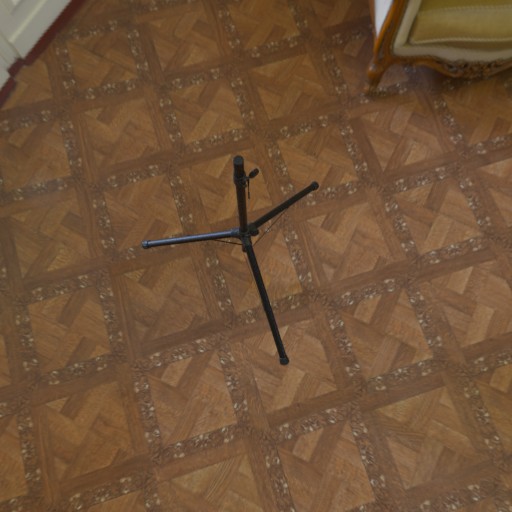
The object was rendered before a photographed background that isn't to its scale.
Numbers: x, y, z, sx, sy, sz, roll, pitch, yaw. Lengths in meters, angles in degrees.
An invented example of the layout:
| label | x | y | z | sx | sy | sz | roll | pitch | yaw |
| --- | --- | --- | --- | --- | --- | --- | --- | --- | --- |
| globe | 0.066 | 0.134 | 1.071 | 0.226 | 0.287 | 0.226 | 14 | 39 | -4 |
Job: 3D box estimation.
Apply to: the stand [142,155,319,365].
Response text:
| label | x | y | z | sx | sy | sz | roll | pitch | yaw |
| --- | --- | --- | --- | --- | --- | --- | --- | --- | --- |
| stand | 0.000 | 0.000 | 1.855 | 1.045 | 1.136 | 0.907 | -18 | 75 | -5 |
